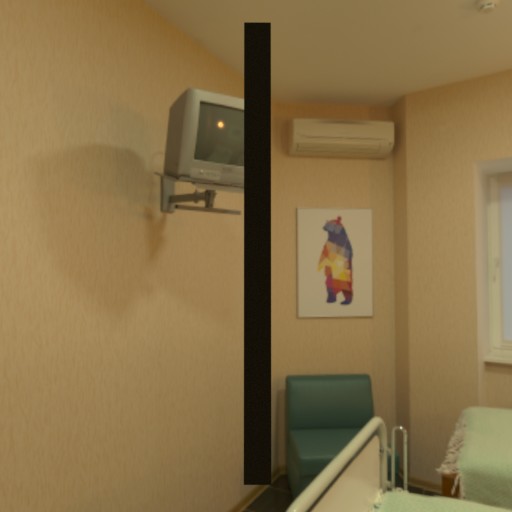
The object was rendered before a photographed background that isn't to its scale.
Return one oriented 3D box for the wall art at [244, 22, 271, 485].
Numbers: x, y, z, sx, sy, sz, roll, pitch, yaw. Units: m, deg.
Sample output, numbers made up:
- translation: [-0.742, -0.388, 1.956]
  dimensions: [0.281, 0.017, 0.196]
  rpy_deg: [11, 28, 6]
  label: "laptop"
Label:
- translation: [0.000, 0.000, 0.763]
  dimensions: [0.033, 0.559, 0.457]
  rpy_deg: [0, -2, 0]
  label: "wall art"
